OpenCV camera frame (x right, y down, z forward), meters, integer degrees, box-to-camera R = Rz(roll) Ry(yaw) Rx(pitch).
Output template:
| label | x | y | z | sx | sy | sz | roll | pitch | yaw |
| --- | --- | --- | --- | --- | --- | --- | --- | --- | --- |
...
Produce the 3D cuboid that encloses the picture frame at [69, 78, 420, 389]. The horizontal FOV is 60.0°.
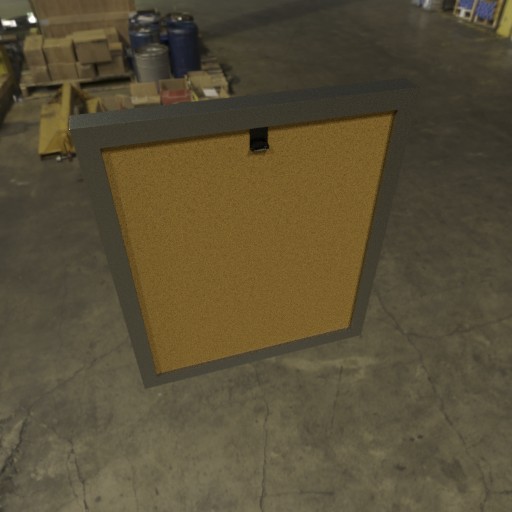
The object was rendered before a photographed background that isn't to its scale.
| label | x | y | z | sx | sy | sz | roll | pitch | yaw |
| --- | --- | --- | --- | --- | --- | --- | --- | --- | --- |
| picture frame | 0.000 | 0.000 | 1.361 | 0.839 | 0.968 | 0.073 | -11 | 42 | -13 |
